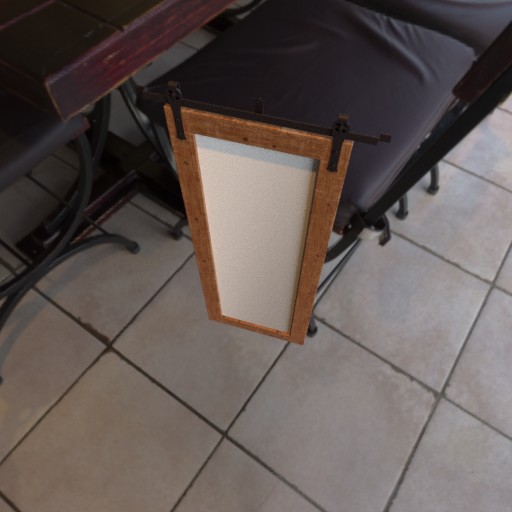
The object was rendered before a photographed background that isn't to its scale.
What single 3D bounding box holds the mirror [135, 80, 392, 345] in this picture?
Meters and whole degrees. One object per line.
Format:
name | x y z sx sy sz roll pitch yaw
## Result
mirror | 0.000 0.000 2.102 0.847 1.793 0.042 14 59 9
